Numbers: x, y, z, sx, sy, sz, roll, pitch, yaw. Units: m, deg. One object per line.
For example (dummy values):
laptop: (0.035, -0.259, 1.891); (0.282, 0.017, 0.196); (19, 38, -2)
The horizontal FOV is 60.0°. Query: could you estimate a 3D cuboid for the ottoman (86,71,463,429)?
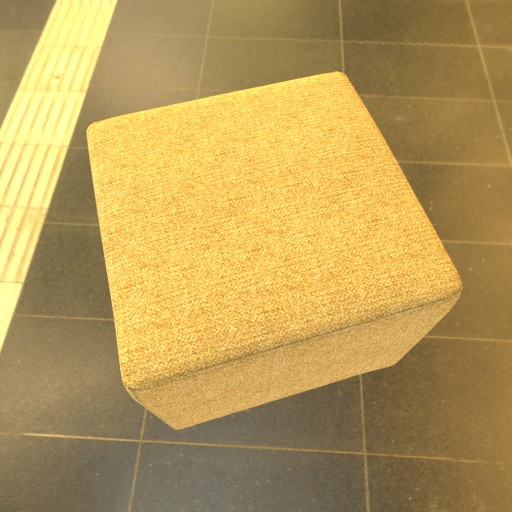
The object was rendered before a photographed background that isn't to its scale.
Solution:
ottoman: (0.000, 0.000, 0.889); (0.512, 0.441, 0.505); (-15, 63, -8)
